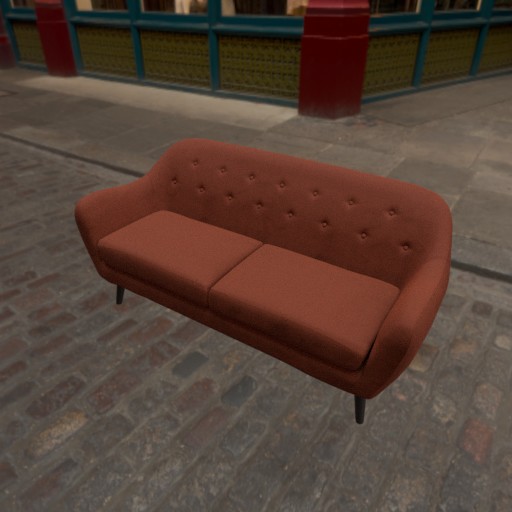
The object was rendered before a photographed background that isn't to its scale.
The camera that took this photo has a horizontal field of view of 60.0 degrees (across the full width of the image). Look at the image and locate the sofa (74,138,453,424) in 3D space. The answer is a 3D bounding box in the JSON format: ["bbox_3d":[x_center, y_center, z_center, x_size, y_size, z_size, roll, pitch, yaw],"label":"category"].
[{"bbox_3d":[0.000,0.000,2.297,1.840,0.836,0.820,19,37,28],"label":"sofa"}]
